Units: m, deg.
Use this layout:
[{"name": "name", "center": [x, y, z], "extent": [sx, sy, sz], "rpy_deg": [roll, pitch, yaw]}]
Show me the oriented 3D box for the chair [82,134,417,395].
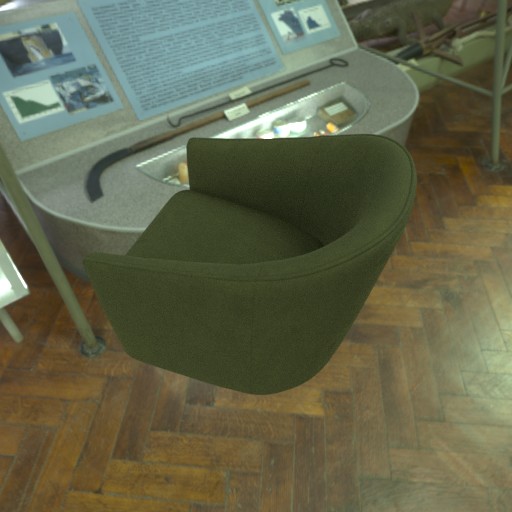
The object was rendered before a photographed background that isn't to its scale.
[{"name": "chair", "center": [0.000, 0.000, 1.510], "extent": [0.875, 0.799, 0.747], "rpy_deg": [14, 47, 14]}]
